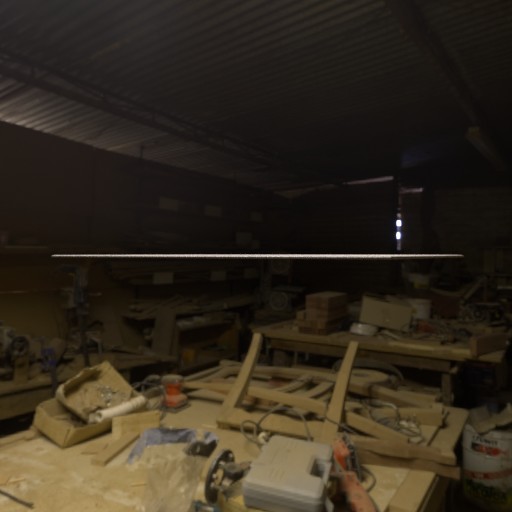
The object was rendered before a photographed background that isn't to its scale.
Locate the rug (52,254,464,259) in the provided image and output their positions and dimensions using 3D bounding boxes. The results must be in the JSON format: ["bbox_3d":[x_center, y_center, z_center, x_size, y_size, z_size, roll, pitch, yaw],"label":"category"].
[{"bbox_3d":[0.000,0.000,2.377,1.847,0.012,1.224,0,0,35],"label":"rug"}]
